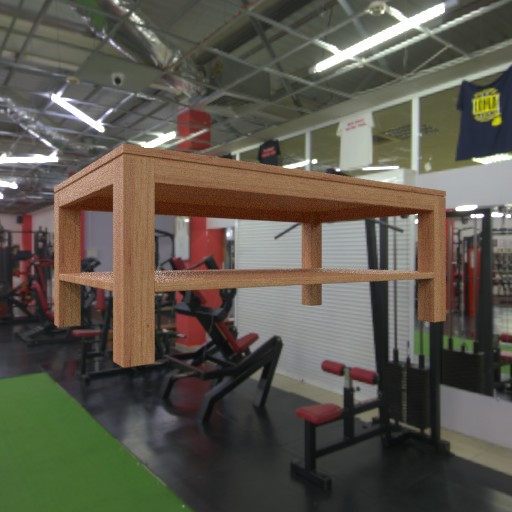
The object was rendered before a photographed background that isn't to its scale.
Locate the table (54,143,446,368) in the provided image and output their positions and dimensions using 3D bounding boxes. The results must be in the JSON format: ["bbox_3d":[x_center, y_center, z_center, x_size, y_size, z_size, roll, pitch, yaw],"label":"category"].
[{"bbox_3d":[0.000,0.000,1.514,1.146,0.457,0.695,0,0,-35],"label":"table"}]
